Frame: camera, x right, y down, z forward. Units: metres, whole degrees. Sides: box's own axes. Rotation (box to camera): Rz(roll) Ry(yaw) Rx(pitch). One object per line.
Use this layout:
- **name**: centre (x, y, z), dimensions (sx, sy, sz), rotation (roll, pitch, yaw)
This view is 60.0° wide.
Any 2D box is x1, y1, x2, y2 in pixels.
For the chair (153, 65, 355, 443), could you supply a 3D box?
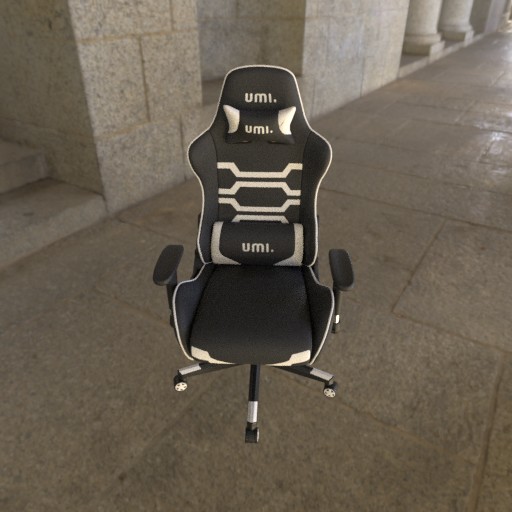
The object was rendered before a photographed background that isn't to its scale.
- **chair**: centre (0.000, 0.000, 1.622), dimensions (0.700, 1.240, 0.700), rotation (2, 31, 3)
